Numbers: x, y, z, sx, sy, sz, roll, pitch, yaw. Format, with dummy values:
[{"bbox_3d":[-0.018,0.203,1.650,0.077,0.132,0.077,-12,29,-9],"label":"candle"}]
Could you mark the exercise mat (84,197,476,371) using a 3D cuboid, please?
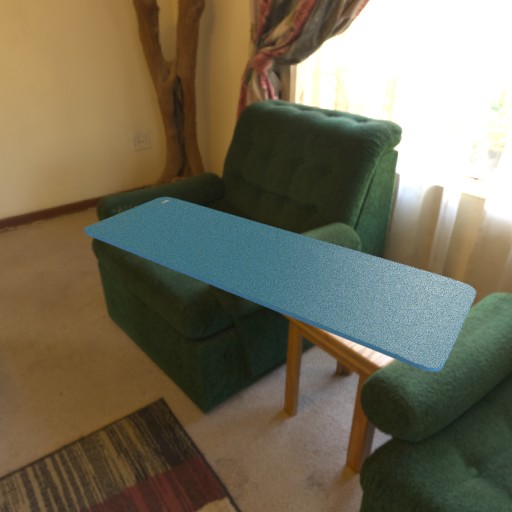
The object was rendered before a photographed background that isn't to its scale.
[{"bbox_3d":[0.000,0.000,2.111,1.869,0.021,0.616,19,34,30],"label":"exercise mat"}]
